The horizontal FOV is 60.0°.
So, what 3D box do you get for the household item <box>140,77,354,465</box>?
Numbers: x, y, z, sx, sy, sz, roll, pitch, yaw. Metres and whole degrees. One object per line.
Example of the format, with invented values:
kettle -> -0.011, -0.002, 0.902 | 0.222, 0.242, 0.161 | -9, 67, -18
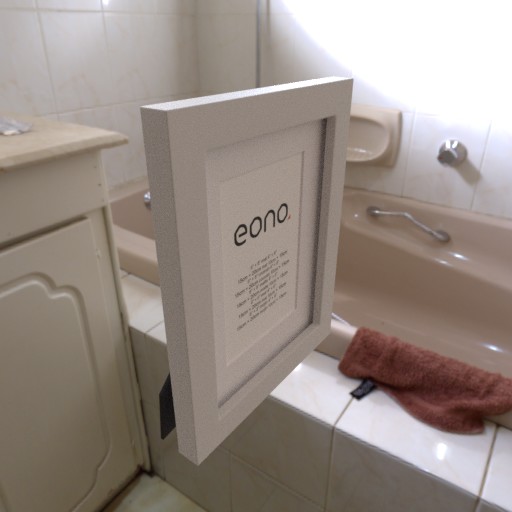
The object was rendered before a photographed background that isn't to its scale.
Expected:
household item -> 0.000, 0.000, 0.350 | 0.045, 0.250, 0.200 | 19, 32, 32
